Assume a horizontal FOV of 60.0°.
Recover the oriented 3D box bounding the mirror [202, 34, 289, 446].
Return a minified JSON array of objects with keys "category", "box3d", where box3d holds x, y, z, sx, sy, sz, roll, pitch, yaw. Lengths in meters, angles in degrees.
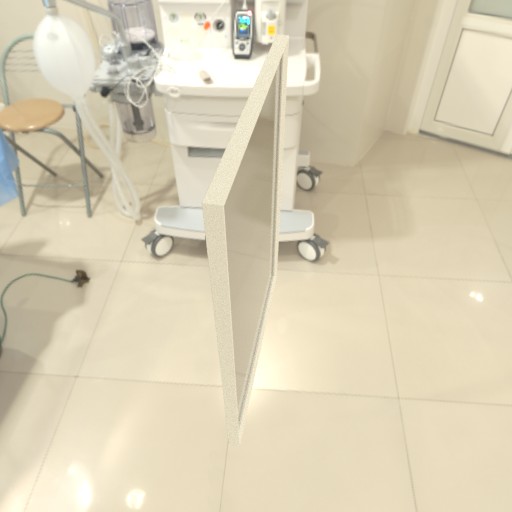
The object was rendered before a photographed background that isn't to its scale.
[{"category":"mirror","box3d":[0.000,0.000,1.351,0.041,1.016,0.762,8,46,8]}]
